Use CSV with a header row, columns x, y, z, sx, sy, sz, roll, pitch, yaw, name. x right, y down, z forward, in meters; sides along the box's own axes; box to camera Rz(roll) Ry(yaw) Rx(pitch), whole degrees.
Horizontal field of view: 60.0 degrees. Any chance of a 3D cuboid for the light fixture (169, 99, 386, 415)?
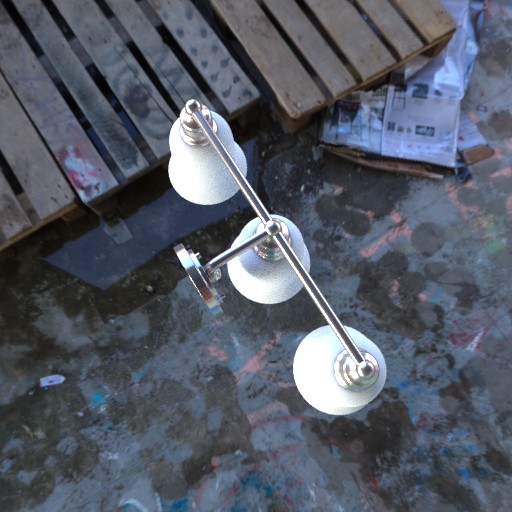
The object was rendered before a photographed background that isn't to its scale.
x,y,z,sx,sy,sz,roll,pitch,yaw,name
0.000,0.000,0.674,0.198,0.211,0.570,-31,78,-7,light fixture
